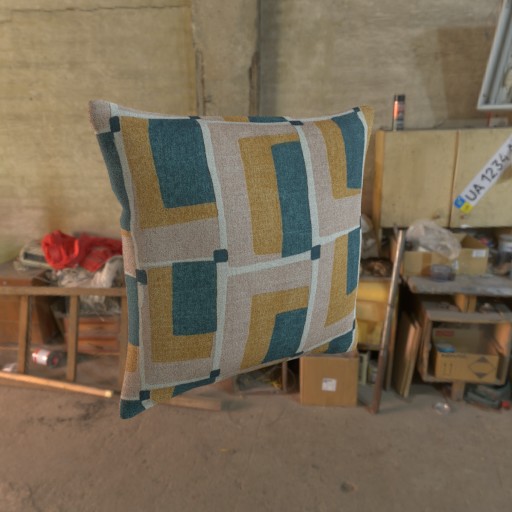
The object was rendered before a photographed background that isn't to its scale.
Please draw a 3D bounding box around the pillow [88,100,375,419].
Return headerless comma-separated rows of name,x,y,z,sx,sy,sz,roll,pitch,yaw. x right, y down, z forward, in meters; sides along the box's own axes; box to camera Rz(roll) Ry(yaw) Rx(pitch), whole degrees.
pillow,0.000,0.000,0.731,0.478,0.479,0.158,-9,19,-26
